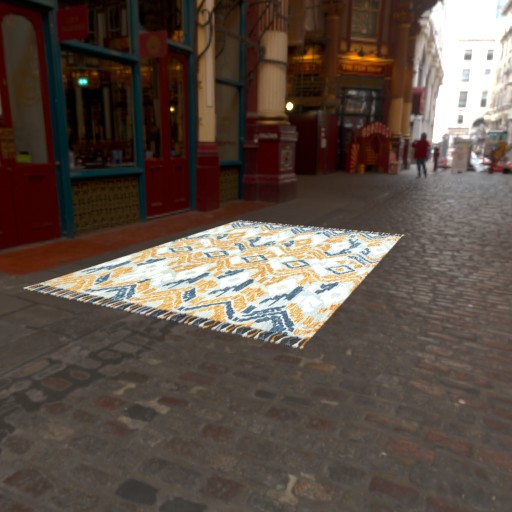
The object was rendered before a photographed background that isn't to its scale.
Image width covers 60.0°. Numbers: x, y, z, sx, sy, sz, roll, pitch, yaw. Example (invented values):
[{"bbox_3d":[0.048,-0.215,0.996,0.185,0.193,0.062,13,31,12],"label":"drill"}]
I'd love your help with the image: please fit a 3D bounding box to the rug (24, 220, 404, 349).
[{"bbox_3d":[0.000,0.000,2.341,1.230,0.008,1.827,7,16,26],"label":"rug"}]
